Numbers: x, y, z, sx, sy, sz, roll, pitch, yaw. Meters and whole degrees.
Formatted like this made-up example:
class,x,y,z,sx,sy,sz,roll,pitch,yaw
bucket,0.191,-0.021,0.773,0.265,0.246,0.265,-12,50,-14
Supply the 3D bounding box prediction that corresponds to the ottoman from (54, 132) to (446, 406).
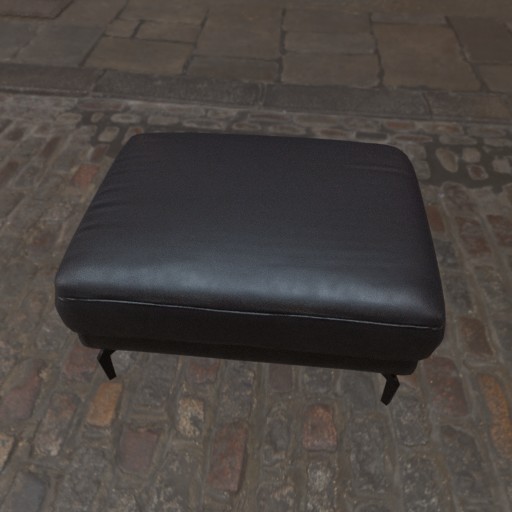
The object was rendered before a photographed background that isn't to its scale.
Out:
class,x,y,z,sx,sy,sz,roll,pitch,yaw
ottoman,0.000,0.000,1.086,0.764,0.402,0.570,4,47,4
